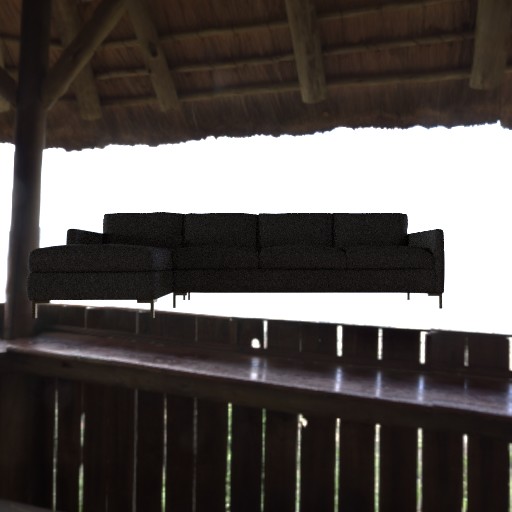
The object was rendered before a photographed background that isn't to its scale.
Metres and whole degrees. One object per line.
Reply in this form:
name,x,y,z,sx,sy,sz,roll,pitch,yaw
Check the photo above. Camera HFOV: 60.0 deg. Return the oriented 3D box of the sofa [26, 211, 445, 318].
sofa,0.000,0.000,3.467,2.932,0.810,1.350,0,-1,-1
